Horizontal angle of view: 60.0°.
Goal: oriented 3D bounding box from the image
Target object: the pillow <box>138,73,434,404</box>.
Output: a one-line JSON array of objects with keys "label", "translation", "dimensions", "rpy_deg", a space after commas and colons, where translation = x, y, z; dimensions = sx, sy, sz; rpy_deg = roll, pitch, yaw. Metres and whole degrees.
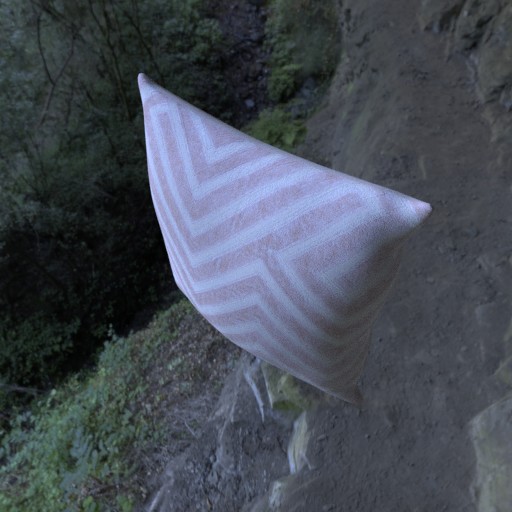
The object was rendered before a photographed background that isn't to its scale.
[{"label": "pillow", "translation": [0.000, 0.000, 0.668], "dimensions": [0.440, 0.441, 0.182], "rpy_deg": [31, 54, 26]}]
